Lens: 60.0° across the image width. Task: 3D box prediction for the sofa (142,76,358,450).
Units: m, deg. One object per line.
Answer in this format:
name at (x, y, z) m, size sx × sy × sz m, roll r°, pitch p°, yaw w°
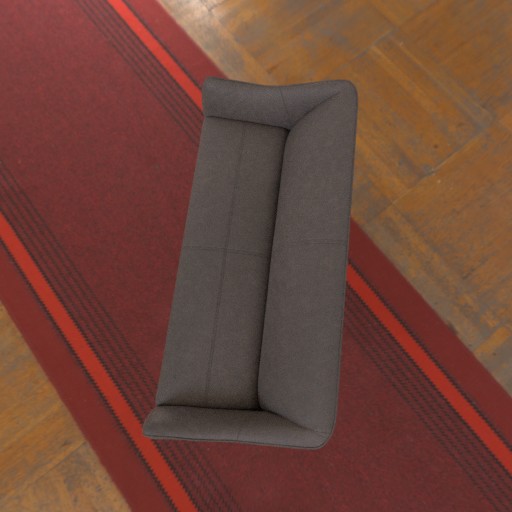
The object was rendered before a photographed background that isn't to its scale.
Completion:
sofa at (0.000, 0.000, 2.435) m, size 0.869 × 0.831 × 1.928 m, roll 7°, pitch 75°, yaw 2°
